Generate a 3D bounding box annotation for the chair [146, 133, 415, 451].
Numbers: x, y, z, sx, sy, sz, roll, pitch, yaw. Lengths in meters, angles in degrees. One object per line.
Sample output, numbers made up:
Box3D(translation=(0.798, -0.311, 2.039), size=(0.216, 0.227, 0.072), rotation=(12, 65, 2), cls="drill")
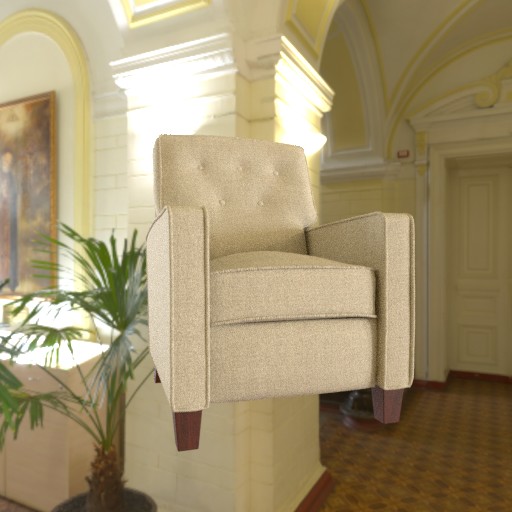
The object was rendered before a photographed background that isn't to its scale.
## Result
Box3D(translation=(0.000, 0.000, 1.413), size=(0.648, 0.888, 0.754), rotation=(0, 0, -18), cls="chair")
